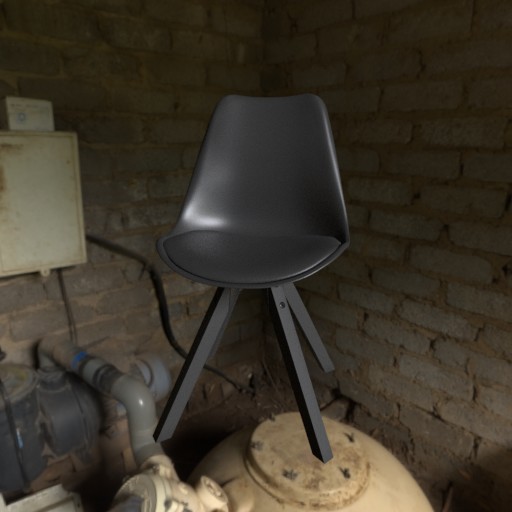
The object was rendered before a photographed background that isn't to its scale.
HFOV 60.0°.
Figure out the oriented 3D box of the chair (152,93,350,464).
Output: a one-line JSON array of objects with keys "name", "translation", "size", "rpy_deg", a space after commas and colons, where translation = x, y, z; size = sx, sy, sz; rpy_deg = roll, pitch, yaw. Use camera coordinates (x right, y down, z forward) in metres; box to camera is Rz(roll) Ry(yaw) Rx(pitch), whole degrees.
[{"name": "chair", "translation": [0.000, 0.000, 1.183], "size": [0.485, 0.850, 0.530], "rpy_deg": [3, 16, 9]}]
